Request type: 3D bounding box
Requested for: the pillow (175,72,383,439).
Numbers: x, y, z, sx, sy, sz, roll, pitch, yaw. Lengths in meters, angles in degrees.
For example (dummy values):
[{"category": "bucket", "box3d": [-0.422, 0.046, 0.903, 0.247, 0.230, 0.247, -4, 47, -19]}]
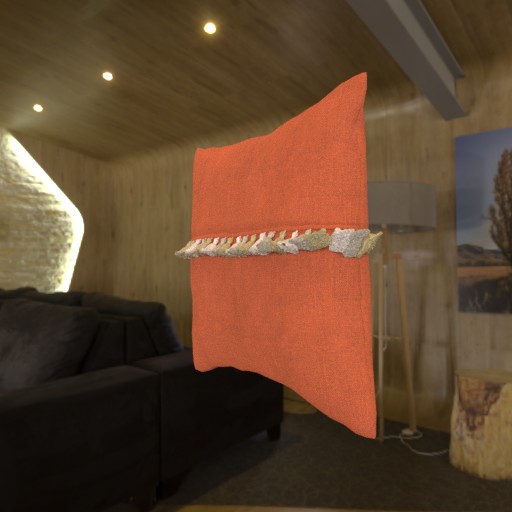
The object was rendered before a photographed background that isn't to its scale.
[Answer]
[{"category": "pillow", "box3d": [0.000, 0.000, 0.756, 0.165, 0.482, 0.490, 1, -2, -36]}]
